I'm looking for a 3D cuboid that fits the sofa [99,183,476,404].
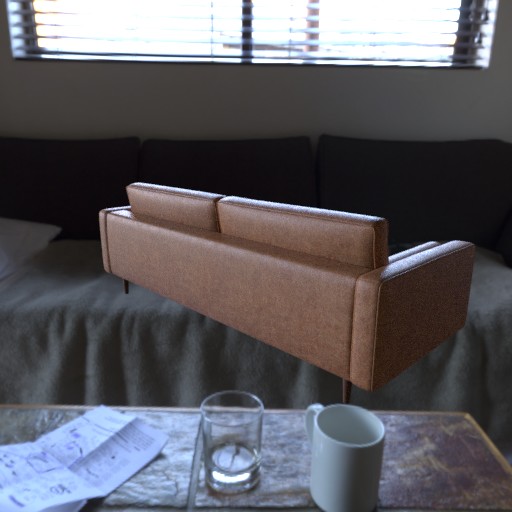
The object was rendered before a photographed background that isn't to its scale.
[{"bbox_3d":[0.000,0.000,2.652,0.919,0.770,2.200,-15,21,-42],"label":"sofa"}]
